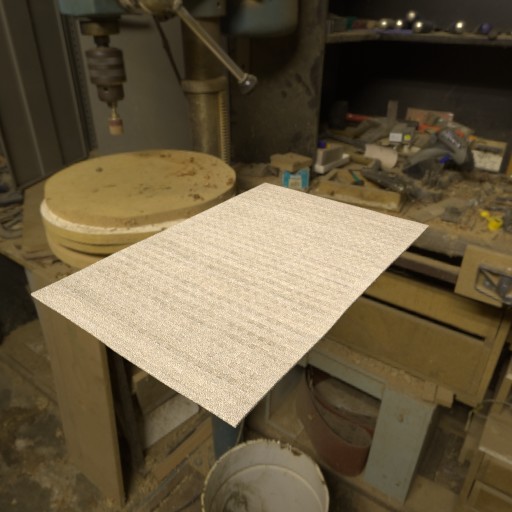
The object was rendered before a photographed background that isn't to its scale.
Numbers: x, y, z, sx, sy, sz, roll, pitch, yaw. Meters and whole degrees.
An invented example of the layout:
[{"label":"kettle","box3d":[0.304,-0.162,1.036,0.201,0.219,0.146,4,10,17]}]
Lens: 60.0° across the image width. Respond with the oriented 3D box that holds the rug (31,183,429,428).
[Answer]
[{"label":"rug","box3d":[0.000,0.000,2.944,1.532,0.018,2.297,21,35,32]}]
